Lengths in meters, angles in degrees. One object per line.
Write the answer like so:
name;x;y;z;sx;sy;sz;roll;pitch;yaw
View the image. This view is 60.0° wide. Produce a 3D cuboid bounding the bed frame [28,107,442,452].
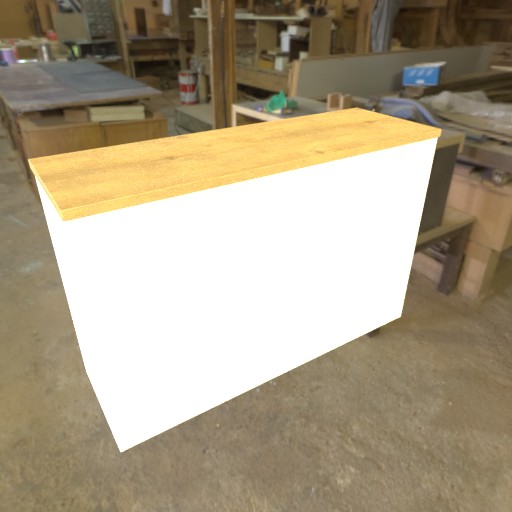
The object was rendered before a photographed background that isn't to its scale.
bed frame;0.000;0.000;1.650;1.300;0.850;0.430;-18;35;-28
